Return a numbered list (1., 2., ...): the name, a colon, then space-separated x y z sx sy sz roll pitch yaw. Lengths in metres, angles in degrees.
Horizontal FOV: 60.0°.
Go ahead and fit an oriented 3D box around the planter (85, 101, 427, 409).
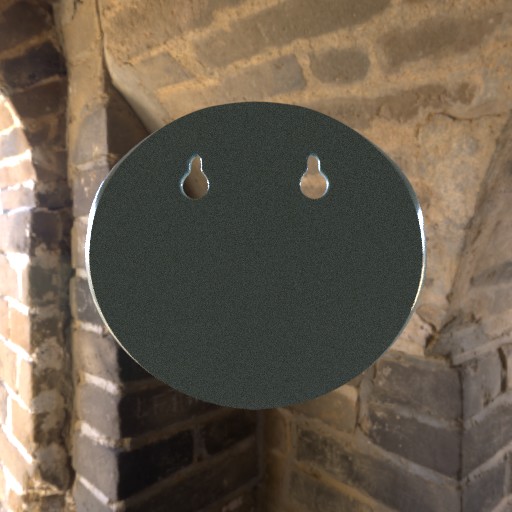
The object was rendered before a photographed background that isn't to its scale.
1. planter: 0.000 0.000 0.270 0.189 0.164 0.073 0 -1 1
